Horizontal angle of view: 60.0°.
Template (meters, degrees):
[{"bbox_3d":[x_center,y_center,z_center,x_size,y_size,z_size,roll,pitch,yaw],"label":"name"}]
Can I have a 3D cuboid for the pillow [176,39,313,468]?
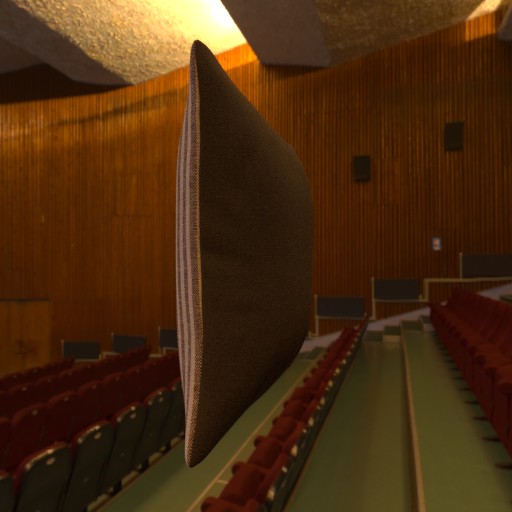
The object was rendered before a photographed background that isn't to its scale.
[{"bbox_3d":[0.000,0.000,0.768,0.166,0.506,0.523,0,0,17],"label":"pillow"}]
